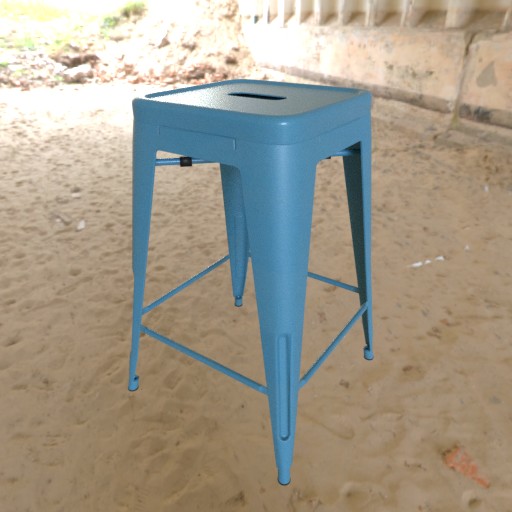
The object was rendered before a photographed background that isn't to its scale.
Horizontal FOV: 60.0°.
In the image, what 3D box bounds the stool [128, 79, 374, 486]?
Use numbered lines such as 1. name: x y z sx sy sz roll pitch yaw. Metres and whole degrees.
1. stool: 0.000 0.000 0.872 0.410 0.608 0.410 18 33 30
